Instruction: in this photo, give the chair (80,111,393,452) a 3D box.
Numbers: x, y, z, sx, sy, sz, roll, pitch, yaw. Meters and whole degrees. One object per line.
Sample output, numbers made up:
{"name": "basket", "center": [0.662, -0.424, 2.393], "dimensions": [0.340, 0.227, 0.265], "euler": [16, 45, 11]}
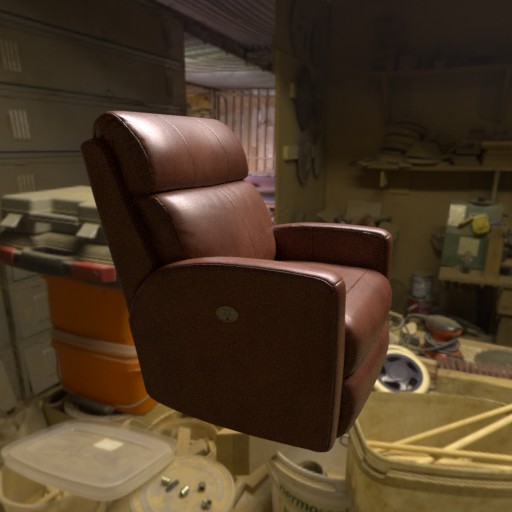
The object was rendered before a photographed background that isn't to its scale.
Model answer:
{"name": "chair", "center": [0.000, 0.000, 1.641], "dimensions": [0.939, 1.016, 0.787], "euler": [7, 16, 26]}
